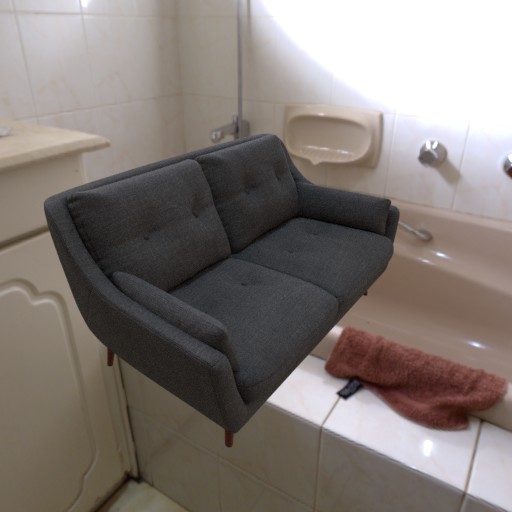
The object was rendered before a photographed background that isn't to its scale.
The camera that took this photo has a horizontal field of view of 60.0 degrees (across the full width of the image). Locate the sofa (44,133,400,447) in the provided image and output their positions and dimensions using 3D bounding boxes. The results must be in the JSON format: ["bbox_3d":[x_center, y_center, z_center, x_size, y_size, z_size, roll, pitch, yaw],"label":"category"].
[{"bbox_3d":[0.000,0.000,2.170,0.976,0.887,1.646,17,31,31],"label":"sofa"}]
